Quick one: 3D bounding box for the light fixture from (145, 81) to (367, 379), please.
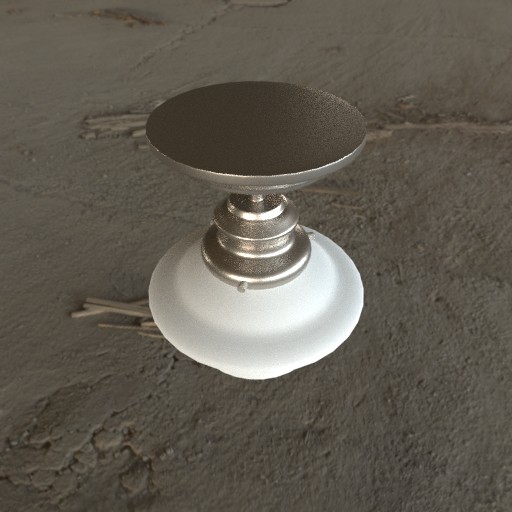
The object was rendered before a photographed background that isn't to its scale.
[{"bbox_3d":[0.000,0.000,0.394,0.199,0.254,0.199,0,41,0],"label":"light fixture"}]
